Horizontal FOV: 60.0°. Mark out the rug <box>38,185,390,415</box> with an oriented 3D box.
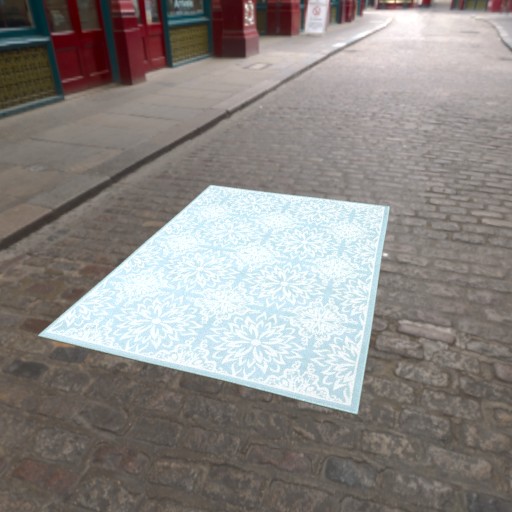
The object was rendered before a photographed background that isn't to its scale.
[{"bbox_3d":[0.000,0.000,2.921,1.589,0.014,2.205,9,31,16],"label":"rug"}]
